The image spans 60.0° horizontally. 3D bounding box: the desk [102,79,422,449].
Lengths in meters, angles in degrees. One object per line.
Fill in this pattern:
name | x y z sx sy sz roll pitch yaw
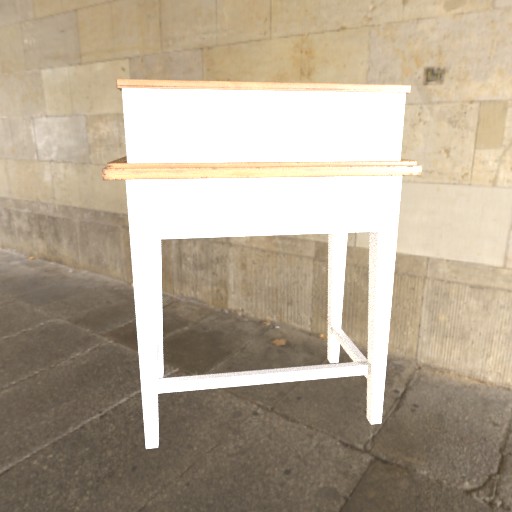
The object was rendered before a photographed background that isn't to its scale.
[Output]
desk | 0.000 0.000 1.403 0.814 0.981 0.462 -2 15 -9
